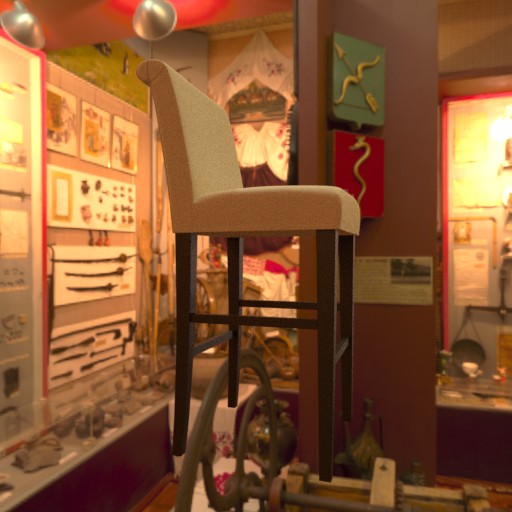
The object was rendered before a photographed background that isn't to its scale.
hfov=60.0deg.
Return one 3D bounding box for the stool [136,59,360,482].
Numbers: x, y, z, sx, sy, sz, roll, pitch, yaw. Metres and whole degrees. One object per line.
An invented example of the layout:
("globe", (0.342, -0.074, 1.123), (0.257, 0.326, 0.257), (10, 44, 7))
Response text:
("stool", (0.000, 0.000, 1.390), (0.597, 1.124, 0.452), (0, 0, 19))
